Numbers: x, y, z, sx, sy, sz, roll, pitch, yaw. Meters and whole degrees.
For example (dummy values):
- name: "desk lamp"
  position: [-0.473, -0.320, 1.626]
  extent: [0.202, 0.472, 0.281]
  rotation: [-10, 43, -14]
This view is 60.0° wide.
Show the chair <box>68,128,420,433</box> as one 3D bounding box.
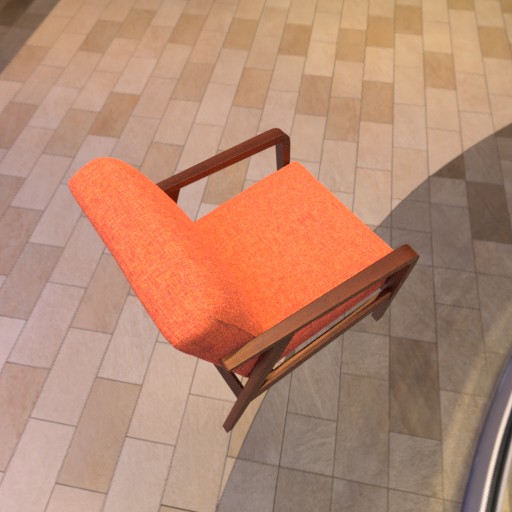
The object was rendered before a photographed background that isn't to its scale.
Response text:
- name: "chair"
  position: [0.000, 0.000, 1.527]
  extent: [0.860, 0.890, 0.719]
  rotation: [-31, 62, -19]
